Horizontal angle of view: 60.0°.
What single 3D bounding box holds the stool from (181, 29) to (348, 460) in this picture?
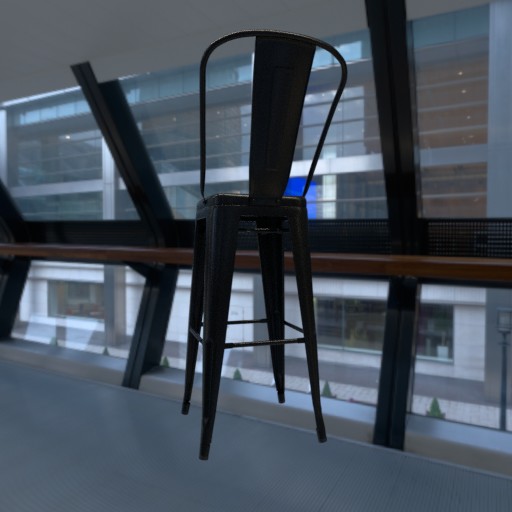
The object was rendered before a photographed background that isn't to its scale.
[{"bbox_3d":[0.000,0.000,1.323,0.399,1.096,0.513,-1,2,-18],"label":"stool"}]
